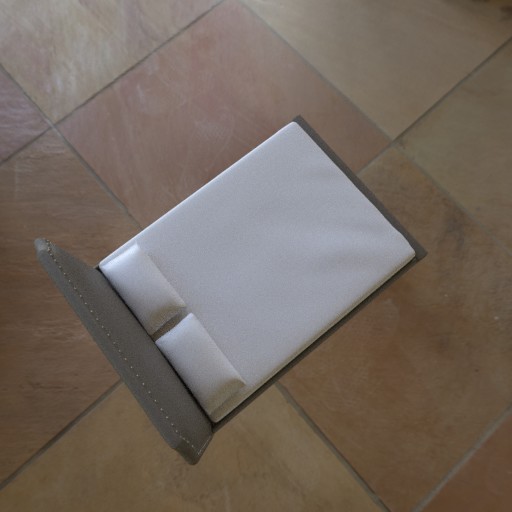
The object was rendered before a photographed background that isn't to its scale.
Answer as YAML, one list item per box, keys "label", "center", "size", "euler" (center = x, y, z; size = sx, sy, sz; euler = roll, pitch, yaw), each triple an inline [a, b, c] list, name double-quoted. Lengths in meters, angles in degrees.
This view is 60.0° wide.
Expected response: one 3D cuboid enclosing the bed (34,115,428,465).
- label: "bed"
  center: [0.000, 0.000, 3.431]
  size: [2.372, 1.443, 1.712]
  euler: [-38, 79, -9]
